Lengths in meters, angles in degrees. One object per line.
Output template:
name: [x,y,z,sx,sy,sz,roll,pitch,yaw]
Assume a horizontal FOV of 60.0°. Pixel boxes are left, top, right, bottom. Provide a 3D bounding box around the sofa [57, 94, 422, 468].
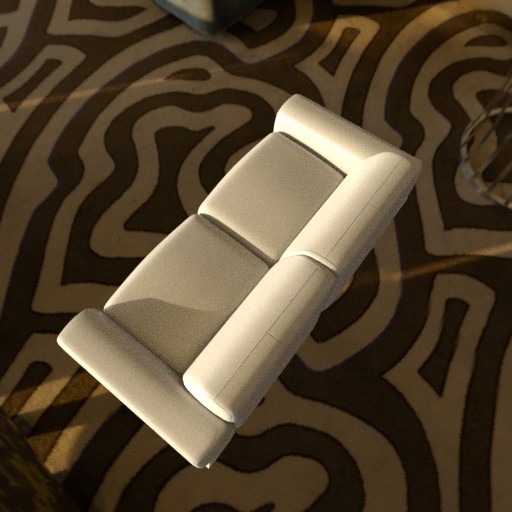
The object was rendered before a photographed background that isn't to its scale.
sofa: [0.000,0.000,2.337,0.900,0.772,1.901,35,69,15]
